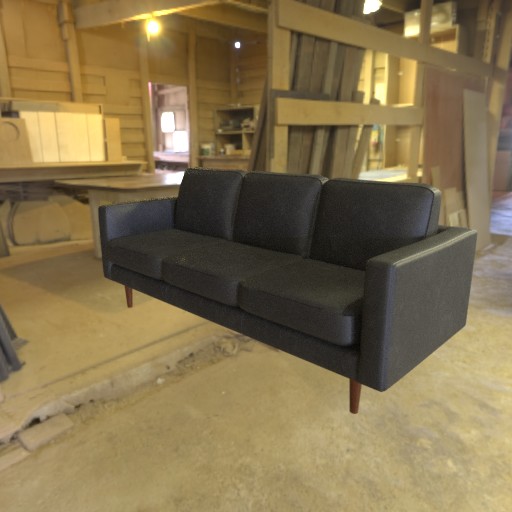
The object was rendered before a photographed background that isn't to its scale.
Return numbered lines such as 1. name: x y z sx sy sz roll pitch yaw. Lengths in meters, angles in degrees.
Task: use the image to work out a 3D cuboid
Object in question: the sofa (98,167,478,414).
1. sofa: 0.000 0.000 2.491 2.029 0.899 0.879 14 20 42
